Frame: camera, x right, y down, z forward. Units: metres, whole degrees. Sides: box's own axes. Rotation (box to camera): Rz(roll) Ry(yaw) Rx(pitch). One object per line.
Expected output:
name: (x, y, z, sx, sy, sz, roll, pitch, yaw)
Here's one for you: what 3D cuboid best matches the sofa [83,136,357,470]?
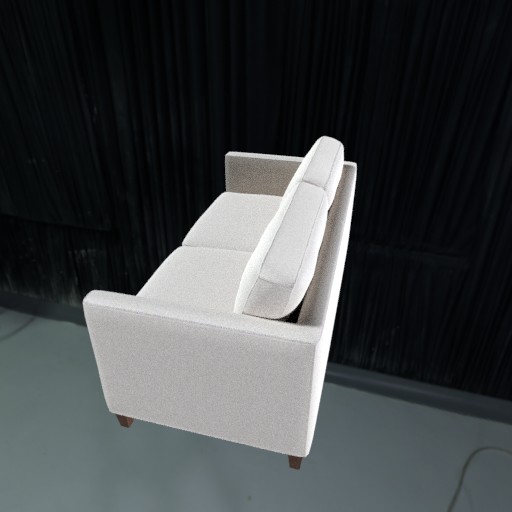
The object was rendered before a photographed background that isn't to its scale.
sofa: (0.000, 0.000, 2.286, 0.873, 0.888, 1.722, 8, 32, 13)
